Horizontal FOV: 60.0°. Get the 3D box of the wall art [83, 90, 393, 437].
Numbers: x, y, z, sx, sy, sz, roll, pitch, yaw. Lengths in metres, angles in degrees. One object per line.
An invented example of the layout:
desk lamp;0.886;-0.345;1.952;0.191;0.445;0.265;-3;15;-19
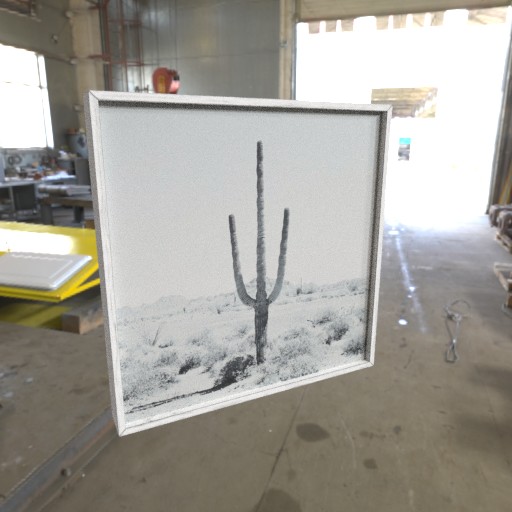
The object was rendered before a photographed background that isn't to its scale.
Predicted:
wall art;0.000;0.000;0.458;0.305;0.305;0.038;-7;16;-26
